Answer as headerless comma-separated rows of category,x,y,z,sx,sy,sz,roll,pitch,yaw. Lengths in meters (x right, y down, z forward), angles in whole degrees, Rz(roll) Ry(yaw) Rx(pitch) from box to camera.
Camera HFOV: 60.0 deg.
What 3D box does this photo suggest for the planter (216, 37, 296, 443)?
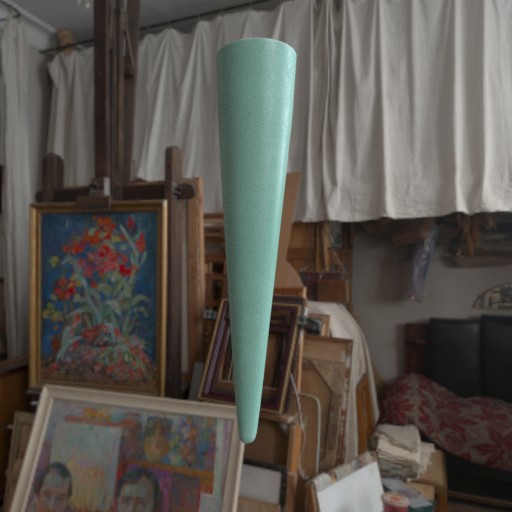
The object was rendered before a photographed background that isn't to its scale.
planter,0.000,0.000,0.299,0.054,0.268,0.055,0,0,-18
